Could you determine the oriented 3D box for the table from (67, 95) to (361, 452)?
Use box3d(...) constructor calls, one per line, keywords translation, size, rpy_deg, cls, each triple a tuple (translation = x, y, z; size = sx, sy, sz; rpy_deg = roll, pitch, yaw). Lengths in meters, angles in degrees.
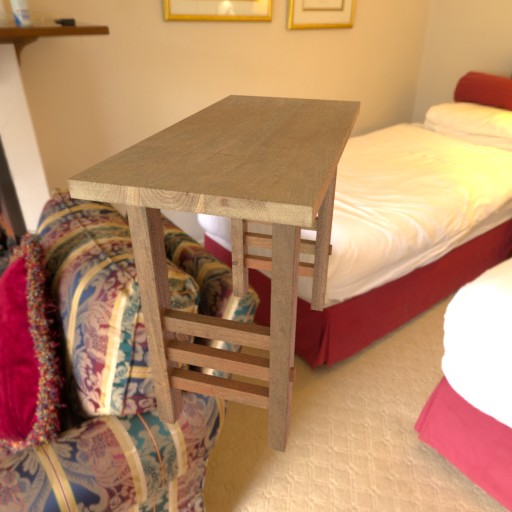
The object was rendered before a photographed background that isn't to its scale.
box3d(translation=(0.000, 0.000, 1.615), size=(0.556, 0.914, 1.119), rpy_deg=(8, 30, 14), cls="table")
